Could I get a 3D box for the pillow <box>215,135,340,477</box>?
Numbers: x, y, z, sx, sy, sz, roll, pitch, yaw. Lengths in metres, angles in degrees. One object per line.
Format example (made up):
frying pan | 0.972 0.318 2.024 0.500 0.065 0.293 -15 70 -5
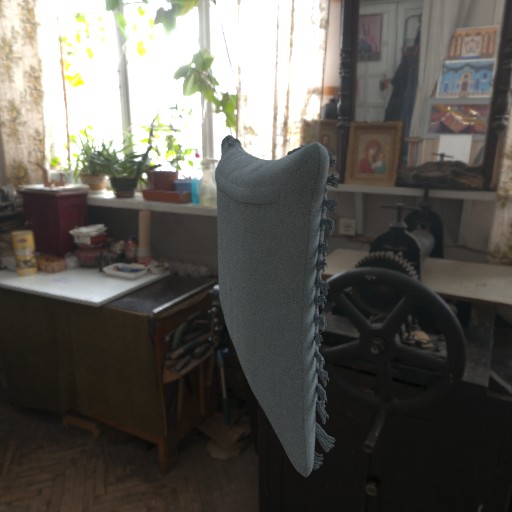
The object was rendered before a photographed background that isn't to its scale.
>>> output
pillow | 0.000 0.000 0.583 0.084 0.305 0.466 -3 16 -11
